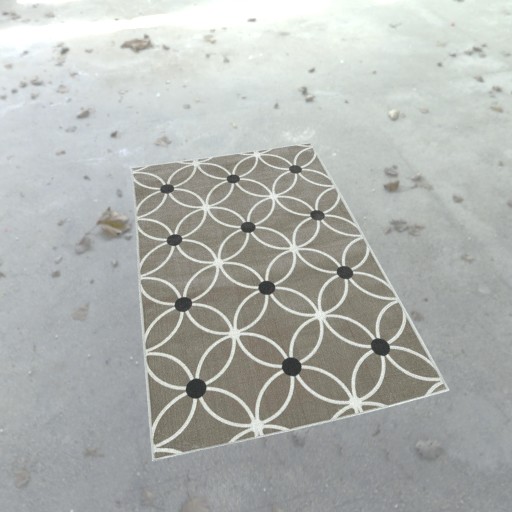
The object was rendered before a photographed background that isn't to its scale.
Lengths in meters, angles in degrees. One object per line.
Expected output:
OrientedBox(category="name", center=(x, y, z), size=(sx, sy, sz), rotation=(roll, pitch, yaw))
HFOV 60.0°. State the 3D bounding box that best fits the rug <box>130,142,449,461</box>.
OrientedBox(category="rug", center=(0.000, 0.000, 2.896), size=(1.522, 0.008, 2.284), rotation=(-10, 49, -9))
